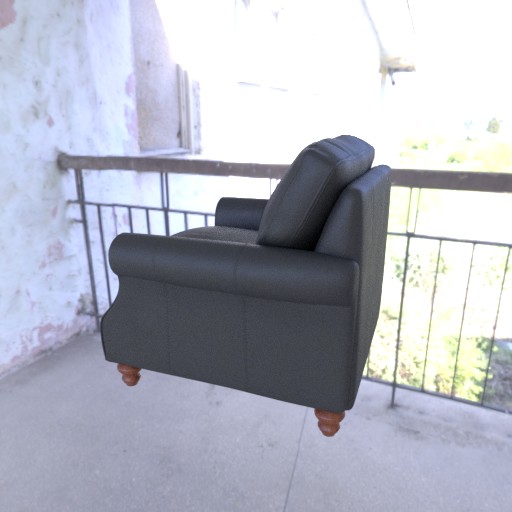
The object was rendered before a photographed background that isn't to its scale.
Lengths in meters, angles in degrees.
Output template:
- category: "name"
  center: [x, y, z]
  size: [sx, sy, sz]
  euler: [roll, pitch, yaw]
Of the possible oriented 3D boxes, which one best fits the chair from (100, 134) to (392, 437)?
- category: "chair"
  center: [0.000, 0.000, 1.820]
  size: [1.027, 0.960, 1.015]
  euler: [8, 19, 25]
